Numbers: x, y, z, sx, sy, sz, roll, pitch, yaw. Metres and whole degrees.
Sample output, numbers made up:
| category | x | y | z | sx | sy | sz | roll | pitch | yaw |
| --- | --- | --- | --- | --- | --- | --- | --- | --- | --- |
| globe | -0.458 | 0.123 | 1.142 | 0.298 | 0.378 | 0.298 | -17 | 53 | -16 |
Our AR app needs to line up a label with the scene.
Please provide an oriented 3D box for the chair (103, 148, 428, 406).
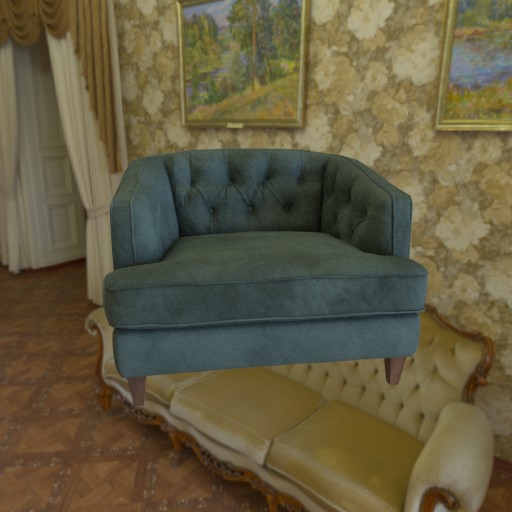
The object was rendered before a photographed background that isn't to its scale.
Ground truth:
| category | x | y | z | sx | sy | sz | roll | pitch | yaw |
| --- | --- | --- | --- | --- | --- | --- | --- | --- | --- |
| chair | 0.000 | 0.000 | 1.858 | 1.104 | 0.852 | 0.941 | -2 | 15 | -8 |
